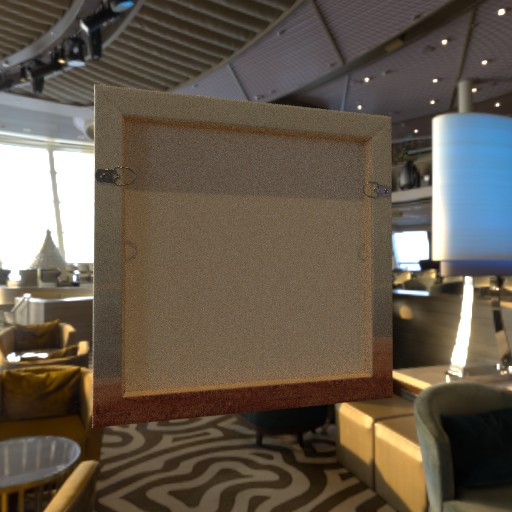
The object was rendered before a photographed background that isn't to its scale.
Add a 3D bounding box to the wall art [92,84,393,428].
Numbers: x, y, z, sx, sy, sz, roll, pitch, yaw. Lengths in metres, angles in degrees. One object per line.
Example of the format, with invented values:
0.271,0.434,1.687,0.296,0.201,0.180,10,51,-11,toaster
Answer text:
0.000,0.000,0.878,0.605,0.605,0.034,0,-1,-17,wall art
